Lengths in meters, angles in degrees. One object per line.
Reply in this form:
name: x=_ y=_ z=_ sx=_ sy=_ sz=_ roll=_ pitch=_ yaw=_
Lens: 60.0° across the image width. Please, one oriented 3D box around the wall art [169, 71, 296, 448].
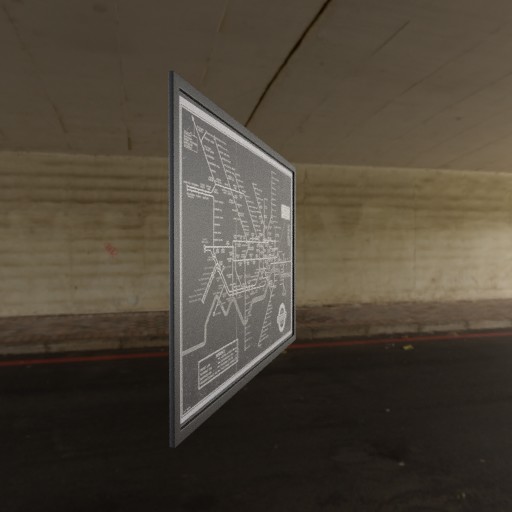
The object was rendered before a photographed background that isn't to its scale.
wall art: x=0.000 y=0.000 z=1.519 sx=0.013 sy=0.811 sz=1.192 roll=0 pitch=1 yaw=18
